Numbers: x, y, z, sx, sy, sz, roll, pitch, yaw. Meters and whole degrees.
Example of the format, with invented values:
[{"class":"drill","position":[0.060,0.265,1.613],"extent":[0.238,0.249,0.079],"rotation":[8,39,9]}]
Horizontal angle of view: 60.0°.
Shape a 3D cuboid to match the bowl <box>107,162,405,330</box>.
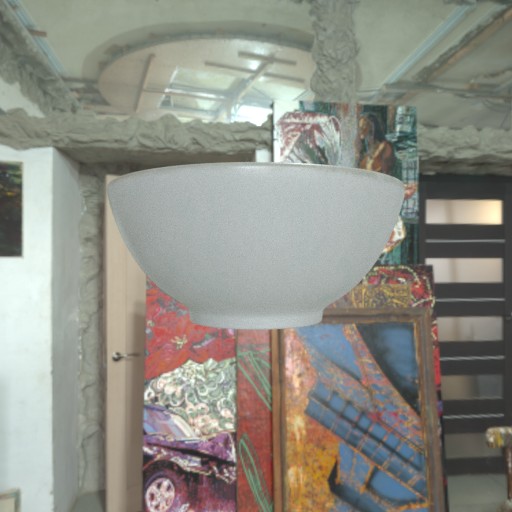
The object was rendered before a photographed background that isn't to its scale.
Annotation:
[{"class":"bowl","position":[0.000,0.000,0.419],"extent":[0.268,0.121,0.268],"rotation":[0,0,0]}]
